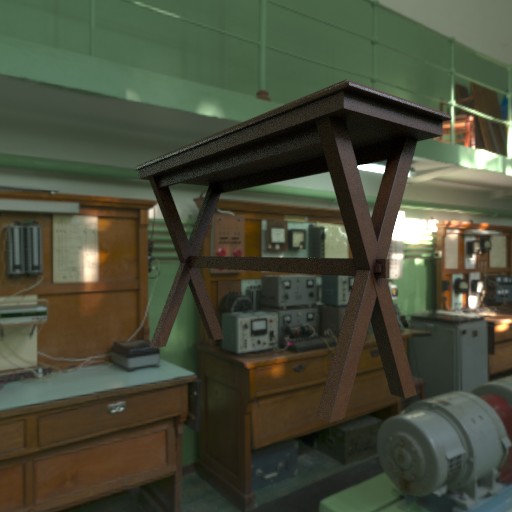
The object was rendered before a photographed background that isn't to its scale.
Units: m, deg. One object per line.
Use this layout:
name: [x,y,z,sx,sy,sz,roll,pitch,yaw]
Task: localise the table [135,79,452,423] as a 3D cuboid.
table: [0.000,0.000,1.537,0.399,0.763,1.197,0,1,-37]
